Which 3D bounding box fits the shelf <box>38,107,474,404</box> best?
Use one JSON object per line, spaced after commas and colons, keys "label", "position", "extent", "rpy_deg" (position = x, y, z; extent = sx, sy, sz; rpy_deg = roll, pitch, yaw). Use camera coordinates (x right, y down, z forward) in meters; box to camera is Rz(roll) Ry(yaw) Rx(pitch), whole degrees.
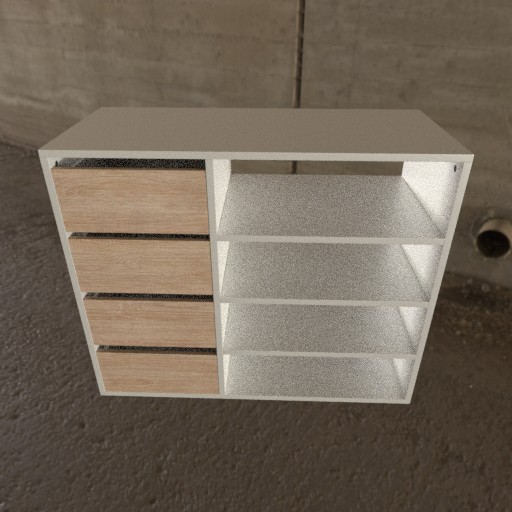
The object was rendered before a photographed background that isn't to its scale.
{"label": "shelf", "position": [0.000, 0.000, 1.265], "extent": [0.895, 0.732, 0.396], "rpy_deg": [1, 31, 2]}
